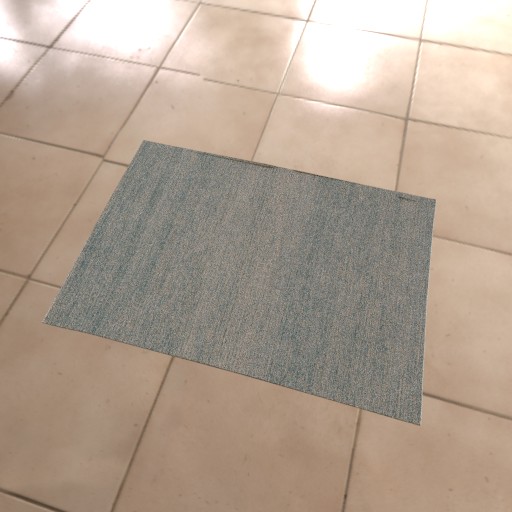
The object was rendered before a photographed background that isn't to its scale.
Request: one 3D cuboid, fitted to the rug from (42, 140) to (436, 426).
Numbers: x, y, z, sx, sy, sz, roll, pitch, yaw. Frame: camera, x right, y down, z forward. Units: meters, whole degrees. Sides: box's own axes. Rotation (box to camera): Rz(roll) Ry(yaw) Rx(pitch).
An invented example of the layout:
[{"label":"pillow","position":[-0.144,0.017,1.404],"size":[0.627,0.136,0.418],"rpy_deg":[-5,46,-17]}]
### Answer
[{"label":"rug","position":[0.000,0.000,2.971],"size":[2.306,0.030,1.613],"rpy_deg":[13,60,8]}]
